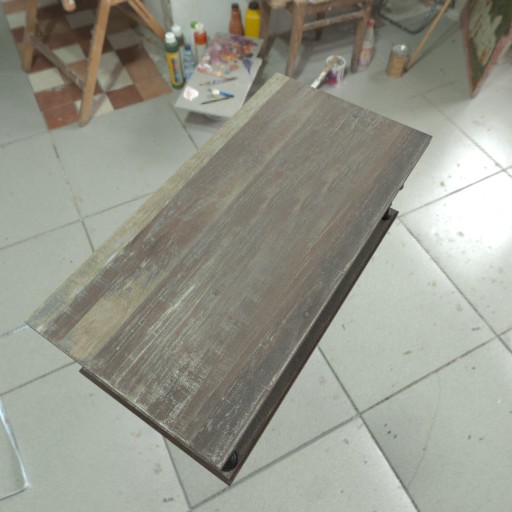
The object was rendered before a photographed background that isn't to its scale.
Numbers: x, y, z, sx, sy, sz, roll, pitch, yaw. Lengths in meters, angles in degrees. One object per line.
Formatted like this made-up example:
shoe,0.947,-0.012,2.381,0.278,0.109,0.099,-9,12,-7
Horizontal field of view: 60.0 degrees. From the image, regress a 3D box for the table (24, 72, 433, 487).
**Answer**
table,0.000,0.000,1.342,0.554,0.399,1.088,29,63,17
